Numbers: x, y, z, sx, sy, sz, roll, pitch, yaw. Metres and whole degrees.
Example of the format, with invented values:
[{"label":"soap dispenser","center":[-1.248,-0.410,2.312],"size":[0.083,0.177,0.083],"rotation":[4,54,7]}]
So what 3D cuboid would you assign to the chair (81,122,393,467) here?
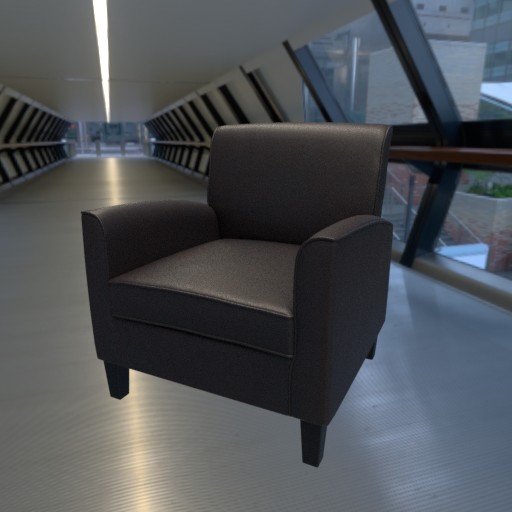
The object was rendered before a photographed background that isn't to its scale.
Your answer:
[{"label":"chair","center":[0.000,0.000,1.561],"size":[0.820,0.916,0.819],"rotation":[8,17,26]}]
